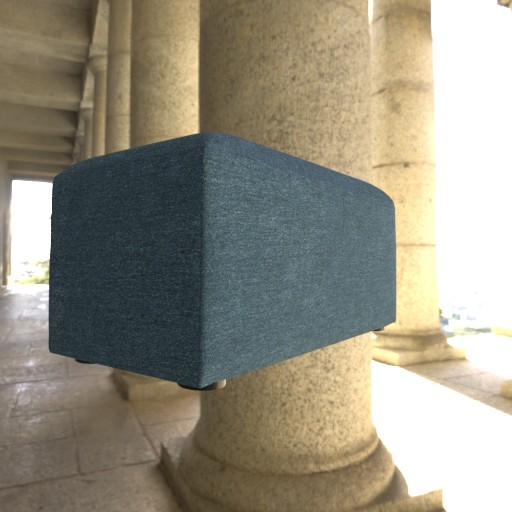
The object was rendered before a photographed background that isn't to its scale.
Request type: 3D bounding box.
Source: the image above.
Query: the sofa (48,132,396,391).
[{"bbox_3d":[0.000,0.000,1.213,0.480,0.470,0.930,0,0,36],"label":"sofa"}]
